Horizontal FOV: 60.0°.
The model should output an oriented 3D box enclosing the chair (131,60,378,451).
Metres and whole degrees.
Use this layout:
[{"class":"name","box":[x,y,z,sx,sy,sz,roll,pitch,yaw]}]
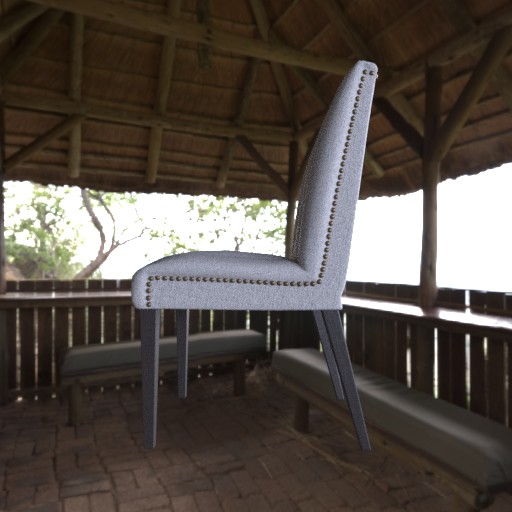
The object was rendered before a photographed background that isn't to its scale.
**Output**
[{"class":"chair","box":[0.000,0.000,1.377,0.647,1.016,0.511,0,-1,2]}]
